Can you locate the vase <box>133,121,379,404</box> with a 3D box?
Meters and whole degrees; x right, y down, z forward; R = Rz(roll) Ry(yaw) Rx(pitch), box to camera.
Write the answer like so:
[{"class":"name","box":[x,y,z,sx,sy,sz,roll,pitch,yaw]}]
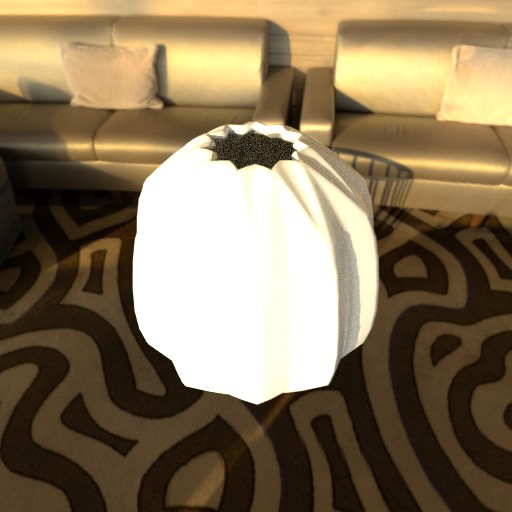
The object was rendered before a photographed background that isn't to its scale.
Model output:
[{"class":"vase","box":[0.000,0.000,0.246,0.139,0.134,0.139,0,40,0]}]
